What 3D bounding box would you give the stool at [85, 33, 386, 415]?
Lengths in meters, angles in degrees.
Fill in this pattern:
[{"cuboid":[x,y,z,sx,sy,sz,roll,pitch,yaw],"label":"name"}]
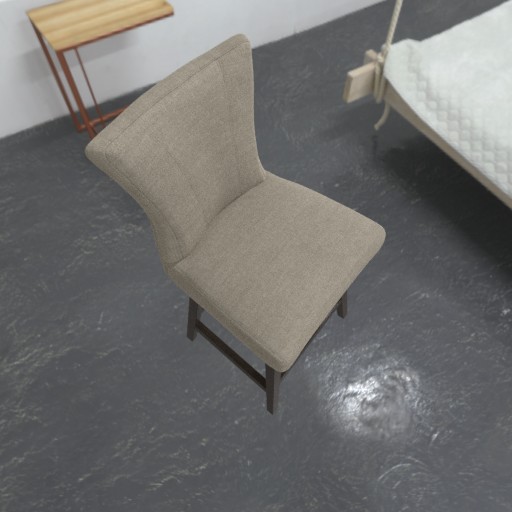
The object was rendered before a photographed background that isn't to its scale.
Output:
[{"cuboid":[0.000,0.000,1.335,0.574,1.000,0.514,34,65,19],"label":"stool"}]
